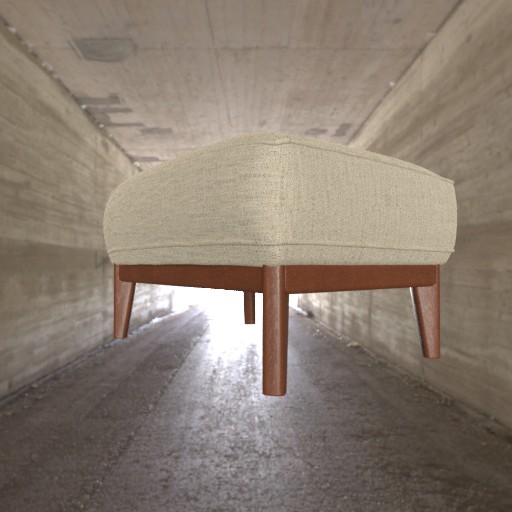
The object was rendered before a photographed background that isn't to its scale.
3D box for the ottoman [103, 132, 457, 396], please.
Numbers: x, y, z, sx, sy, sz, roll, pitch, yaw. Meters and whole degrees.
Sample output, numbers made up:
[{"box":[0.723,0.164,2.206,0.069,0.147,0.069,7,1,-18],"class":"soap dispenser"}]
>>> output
[{"box":[0.000,0.000,1.146,0.594,0.465,0.794,1,-1,-37],"class":"ottoman"}]
